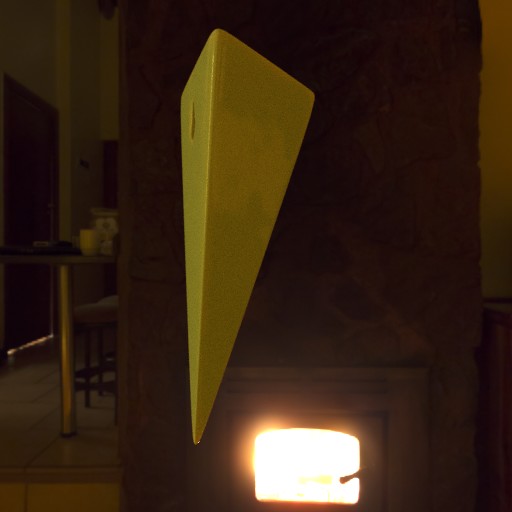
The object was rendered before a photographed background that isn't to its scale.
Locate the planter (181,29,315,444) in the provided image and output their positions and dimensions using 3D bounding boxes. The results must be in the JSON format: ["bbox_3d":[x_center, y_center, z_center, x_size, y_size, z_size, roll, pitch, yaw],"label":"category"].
[{"bbox_3d":[0.000,0.000,0.220,0.064,0.178,0.080,0,0,-19],"label":"planter"}]
